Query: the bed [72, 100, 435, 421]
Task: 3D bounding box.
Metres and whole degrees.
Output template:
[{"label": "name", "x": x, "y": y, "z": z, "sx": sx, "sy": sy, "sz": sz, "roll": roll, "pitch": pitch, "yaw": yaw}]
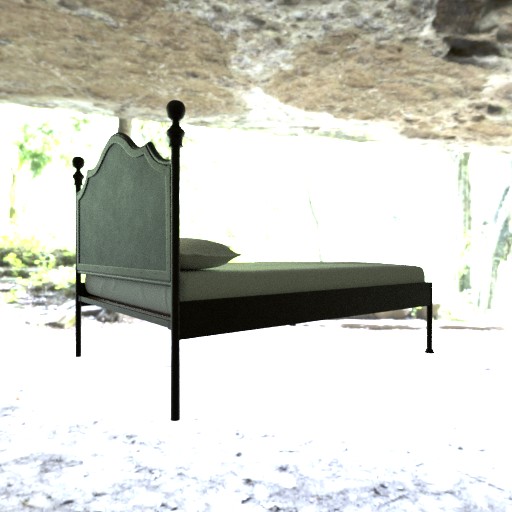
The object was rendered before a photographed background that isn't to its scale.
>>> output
[{"label": "bed", "x": 0.000, "y": 0.000, "z": 3.334, "sx": 2.224, "sy": 1.499, "sz": 1.642, "roll": -1, "pitch": 1, "yaw": -38}]
